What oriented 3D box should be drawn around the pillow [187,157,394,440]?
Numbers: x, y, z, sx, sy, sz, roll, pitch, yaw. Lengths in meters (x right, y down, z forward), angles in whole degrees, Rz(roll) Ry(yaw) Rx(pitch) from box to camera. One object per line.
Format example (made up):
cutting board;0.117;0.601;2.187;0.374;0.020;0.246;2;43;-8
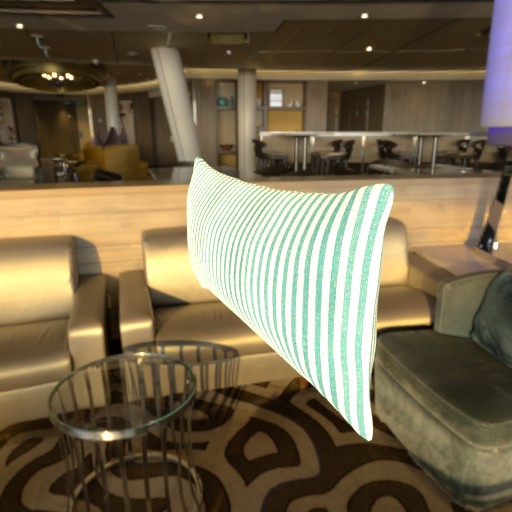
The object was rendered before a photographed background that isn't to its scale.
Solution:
pillow;0.000;0.000;0.734;0.151;0.295;0.617;-7;17;-24
